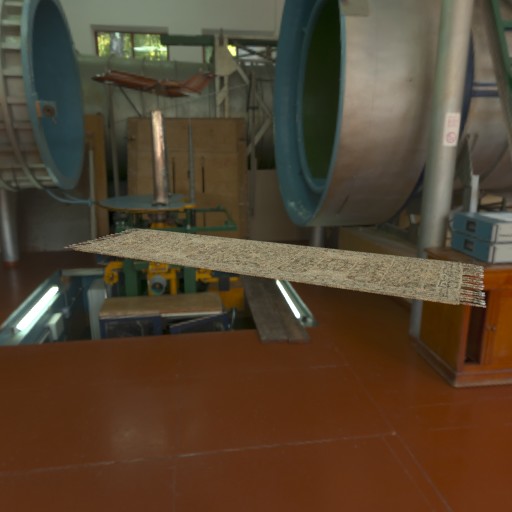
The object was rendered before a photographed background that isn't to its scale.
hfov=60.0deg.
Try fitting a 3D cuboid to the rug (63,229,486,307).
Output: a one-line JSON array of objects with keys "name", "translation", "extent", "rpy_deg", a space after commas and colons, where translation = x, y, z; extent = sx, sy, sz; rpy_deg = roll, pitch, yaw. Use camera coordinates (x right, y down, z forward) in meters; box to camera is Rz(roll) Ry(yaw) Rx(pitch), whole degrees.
[{"name": "rug", "translation": [0.000, 0.000, 2.884], "extent": [2.664, 0.011, 0.762], "rpy_deg": [7, 16, 25]}]
